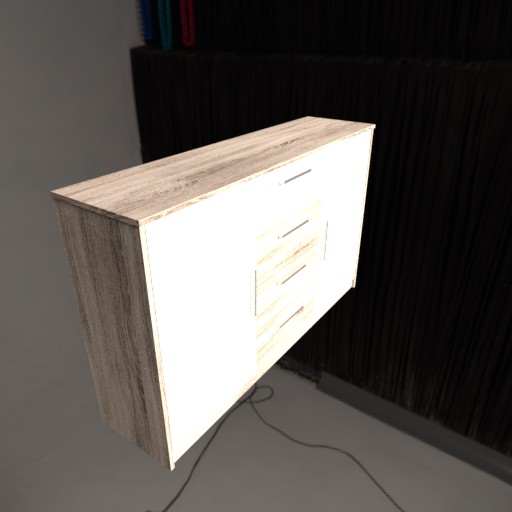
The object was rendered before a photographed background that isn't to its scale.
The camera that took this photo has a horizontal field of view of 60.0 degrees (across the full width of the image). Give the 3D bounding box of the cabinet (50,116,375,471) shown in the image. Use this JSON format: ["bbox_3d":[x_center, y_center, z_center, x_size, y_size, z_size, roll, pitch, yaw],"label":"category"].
[{"bbox_3d":[0.000,0.000,1.872,0.380,0.900,1.450,18,32,31],"label":"cabinet"}]
